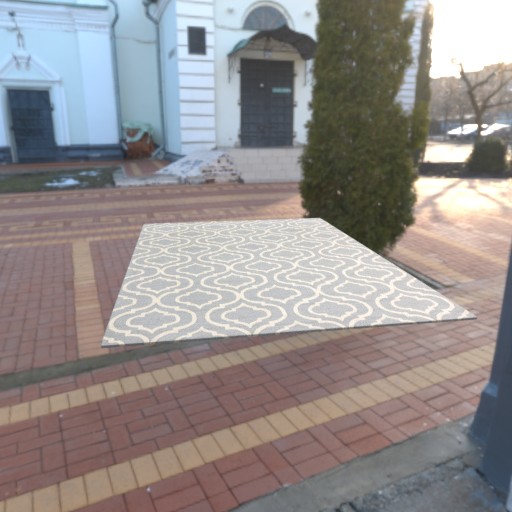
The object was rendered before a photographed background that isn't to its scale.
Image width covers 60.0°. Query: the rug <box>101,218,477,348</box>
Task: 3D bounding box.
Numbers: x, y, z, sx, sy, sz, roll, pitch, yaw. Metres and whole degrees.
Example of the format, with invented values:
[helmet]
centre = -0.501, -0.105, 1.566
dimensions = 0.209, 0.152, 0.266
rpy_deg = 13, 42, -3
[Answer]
[rug]
centre = 0.000, 0.000, 2.640
dimensions = 1.451, 0.010, 2.080
rpy_deg = -3, 16, -9
